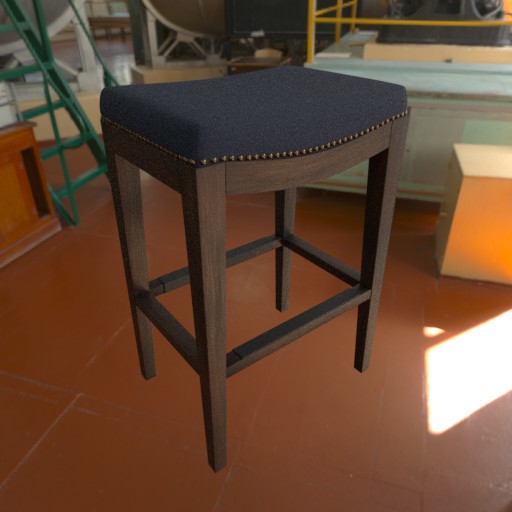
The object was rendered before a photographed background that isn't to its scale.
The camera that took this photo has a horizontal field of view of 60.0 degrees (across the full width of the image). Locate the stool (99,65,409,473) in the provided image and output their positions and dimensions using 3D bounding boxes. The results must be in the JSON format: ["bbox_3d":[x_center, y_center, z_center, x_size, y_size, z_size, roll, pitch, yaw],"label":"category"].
[{"bbox_3d":[0.000,0.000,1.006,0.498,0.740,0.358,-22,37,-32],"label":"stool"}]
